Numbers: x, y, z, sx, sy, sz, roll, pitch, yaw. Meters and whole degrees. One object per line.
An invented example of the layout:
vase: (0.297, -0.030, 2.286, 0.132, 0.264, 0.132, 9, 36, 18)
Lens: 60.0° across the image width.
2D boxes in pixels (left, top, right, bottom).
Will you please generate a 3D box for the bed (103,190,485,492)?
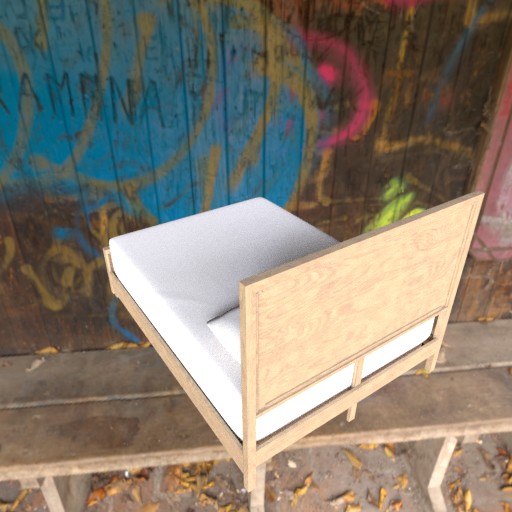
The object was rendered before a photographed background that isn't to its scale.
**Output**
bed: (0.000, 0.000, 3.220, 1.606, 1.369, 2.189, -20, 36, -29)
